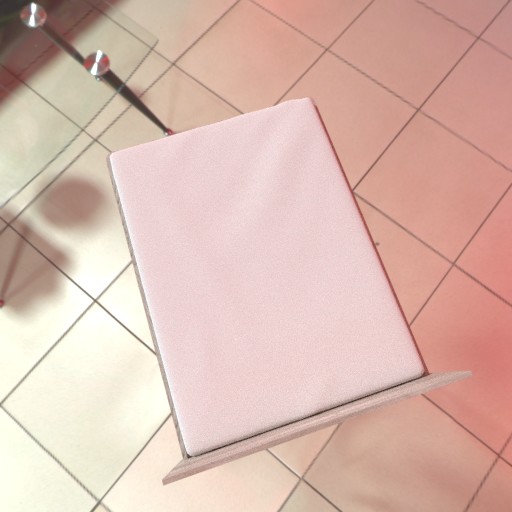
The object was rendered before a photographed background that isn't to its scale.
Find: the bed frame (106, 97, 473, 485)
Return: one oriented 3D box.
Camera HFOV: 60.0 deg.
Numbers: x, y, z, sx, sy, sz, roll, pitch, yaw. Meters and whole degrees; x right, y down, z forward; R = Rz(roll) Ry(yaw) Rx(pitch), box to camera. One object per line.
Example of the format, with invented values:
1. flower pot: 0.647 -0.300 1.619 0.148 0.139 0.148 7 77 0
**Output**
1. bed frame: 0.000 0.000 2.640 1.490 0.800 1.950 -17 75 -5
